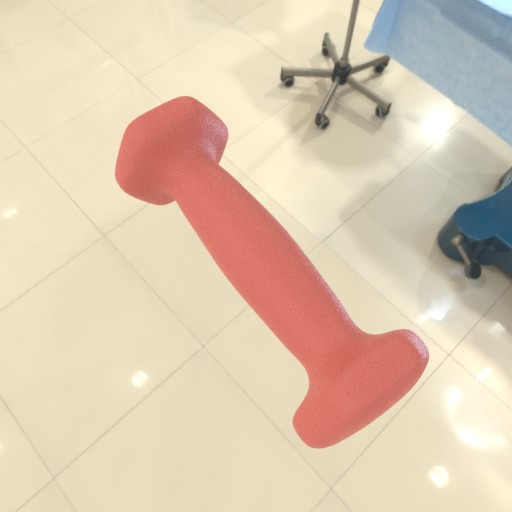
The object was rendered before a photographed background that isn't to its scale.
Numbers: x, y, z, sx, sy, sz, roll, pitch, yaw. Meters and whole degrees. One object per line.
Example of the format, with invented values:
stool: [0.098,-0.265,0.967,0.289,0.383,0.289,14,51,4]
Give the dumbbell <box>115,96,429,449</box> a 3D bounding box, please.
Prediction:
dumbbell: [0.000,0.000,0.148,0.047,0.043,0.123,-33,68,-15]
